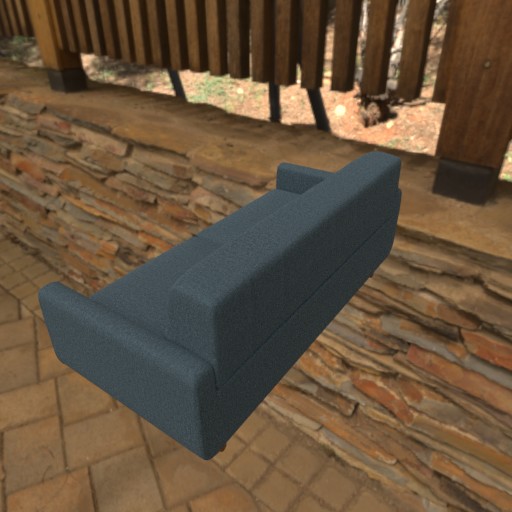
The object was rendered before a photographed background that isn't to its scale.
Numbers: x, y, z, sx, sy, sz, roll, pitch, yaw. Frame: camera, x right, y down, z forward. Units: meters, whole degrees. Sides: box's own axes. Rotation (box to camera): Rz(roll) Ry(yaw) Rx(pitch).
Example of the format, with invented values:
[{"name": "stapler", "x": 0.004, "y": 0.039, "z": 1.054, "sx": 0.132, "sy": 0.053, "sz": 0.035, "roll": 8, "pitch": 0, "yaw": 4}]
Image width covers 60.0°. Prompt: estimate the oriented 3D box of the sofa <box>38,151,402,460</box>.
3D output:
[{"name": "sofa", "x": 0.000, "y": 0.000, "z": 2.511, "sx": 0.942, "sy": 0.884, "sz": 2.055, "roll": 20, "pitch": 37, "yaw": 29}]
